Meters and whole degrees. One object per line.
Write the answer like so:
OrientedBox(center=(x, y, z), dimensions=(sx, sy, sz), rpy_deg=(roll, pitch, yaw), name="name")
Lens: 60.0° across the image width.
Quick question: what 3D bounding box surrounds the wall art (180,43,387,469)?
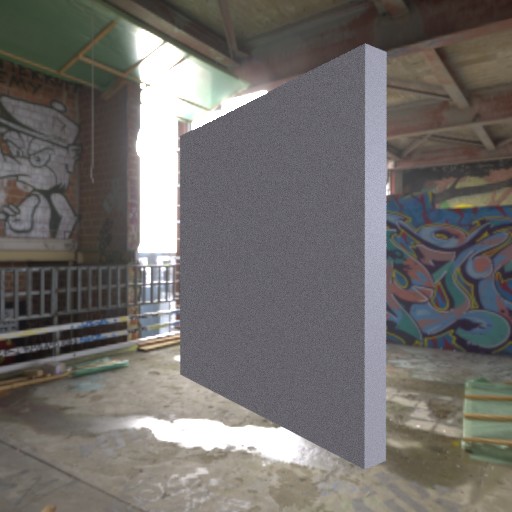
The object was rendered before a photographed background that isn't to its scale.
OrientedBox(center=(0.000, 0.000, 0.522), dimensions=(0.027, 0.355, 0.355), rpy_deg=(0, 0, -35), name="wall art")
